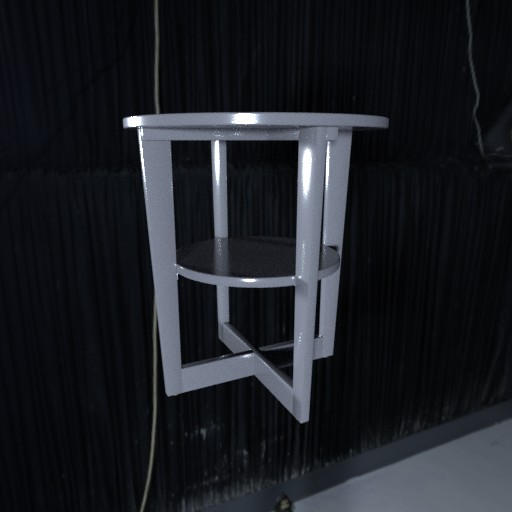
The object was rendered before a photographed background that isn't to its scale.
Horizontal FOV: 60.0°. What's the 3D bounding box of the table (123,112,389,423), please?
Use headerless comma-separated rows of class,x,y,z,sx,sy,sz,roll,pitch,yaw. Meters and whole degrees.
table,0.000,0.000,0.937,0.500,0.550,0.500,0,15,0
